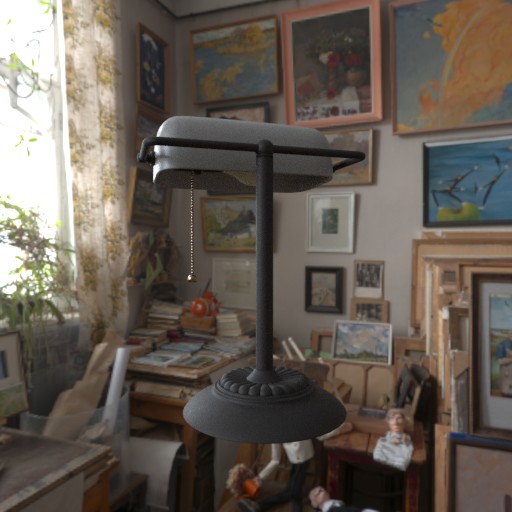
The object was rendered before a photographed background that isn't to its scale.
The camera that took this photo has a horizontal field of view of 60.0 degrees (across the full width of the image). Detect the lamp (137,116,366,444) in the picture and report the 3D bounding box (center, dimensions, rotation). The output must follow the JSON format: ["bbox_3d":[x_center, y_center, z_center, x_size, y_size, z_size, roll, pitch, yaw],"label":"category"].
[{"bbox_3d":[0.000,0.000,0.521,0.264,0.339,0.243,0,1,-17],"label":"lamp"}]
